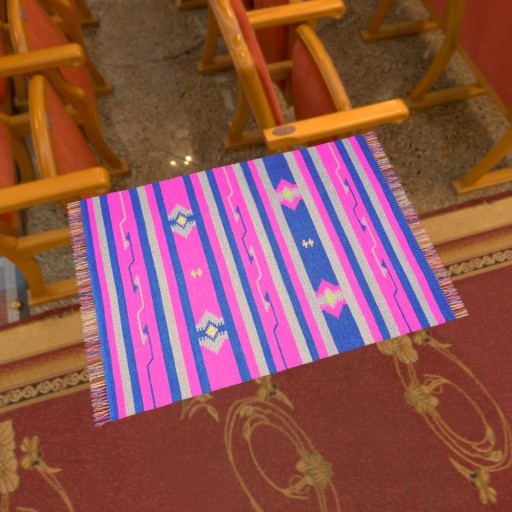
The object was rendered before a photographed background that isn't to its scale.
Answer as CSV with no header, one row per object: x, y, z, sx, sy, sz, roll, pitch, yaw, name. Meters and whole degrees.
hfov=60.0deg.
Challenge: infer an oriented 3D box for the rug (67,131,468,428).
0.000,0.000,2.932,2.350,0.013,1.539,-15,65,-7,rug
